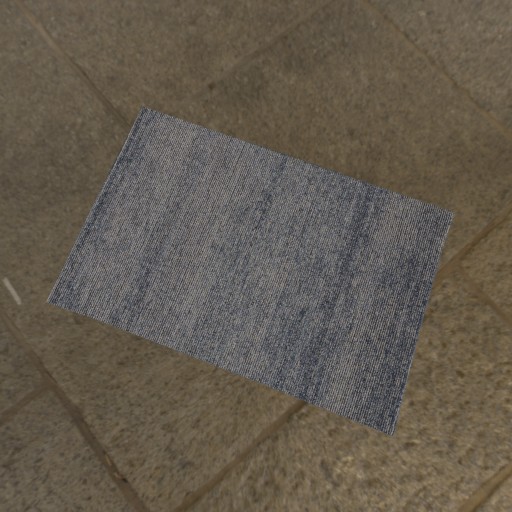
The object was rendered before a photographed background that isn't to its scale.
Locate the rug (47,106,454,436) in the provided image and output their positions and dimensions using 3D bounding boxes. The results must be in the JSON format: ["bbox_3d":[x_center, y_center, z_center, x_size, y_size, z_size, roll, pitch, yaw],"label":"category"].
[{"bbox_3d":[0.000,0.000,2.189,1.740,0.010,1.135,20,77,5],"label":"rug"}]
